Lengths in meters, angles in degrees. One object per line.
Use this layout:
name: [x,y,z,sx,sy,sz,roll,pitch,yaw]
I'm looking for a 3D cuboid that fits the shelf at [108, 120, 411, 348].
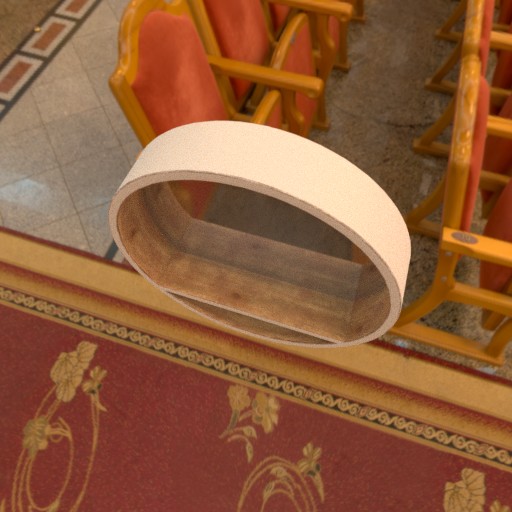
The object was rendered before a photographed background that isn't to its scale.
shelf: [0.000,0.000,1.242,0.806,0.807,0.158,16,59,10]
